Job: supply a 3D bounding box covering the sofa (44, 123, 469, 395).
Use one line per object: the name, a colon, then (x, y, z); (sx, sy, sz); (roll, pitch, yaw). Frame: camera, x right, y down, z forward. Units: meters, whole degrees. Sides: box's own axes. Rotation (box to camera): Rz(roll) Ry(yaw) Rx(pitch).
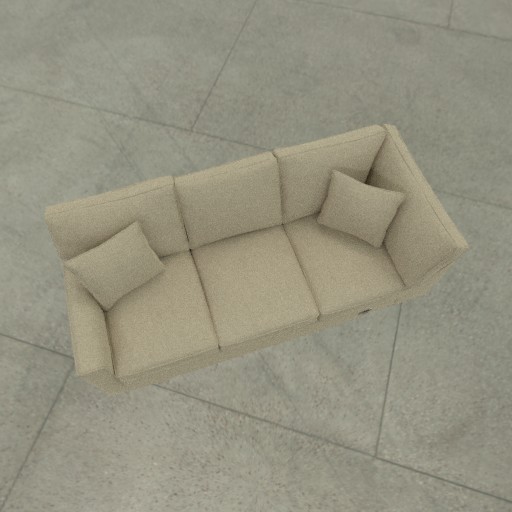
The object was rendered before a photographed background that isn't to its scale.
sofa: (0.000, 0.000, 2.870); (2.317, 0.962, 1.061); (-16, 63, -8)
